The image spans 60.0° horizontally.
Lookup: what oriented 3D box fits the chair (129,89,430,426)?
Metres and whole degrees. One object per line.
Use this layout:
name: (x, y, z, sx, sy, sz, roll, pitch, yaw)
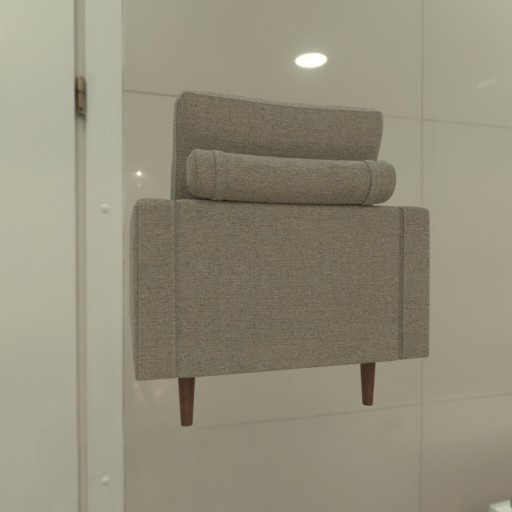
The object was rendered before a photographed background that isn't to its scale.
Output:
chair: (0.000, 0.000, 1.504, 0.821, 0.880, 0.843, 0, 1, -17)
